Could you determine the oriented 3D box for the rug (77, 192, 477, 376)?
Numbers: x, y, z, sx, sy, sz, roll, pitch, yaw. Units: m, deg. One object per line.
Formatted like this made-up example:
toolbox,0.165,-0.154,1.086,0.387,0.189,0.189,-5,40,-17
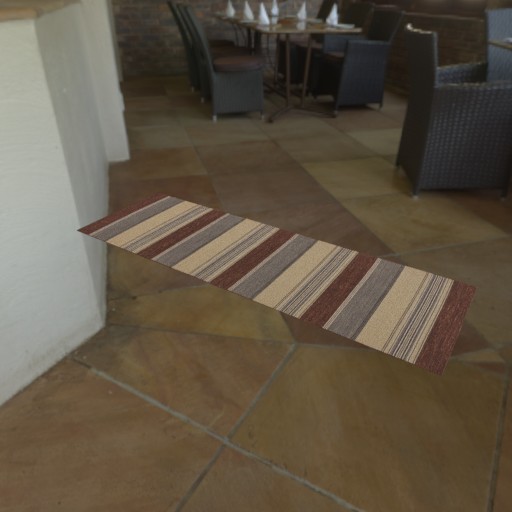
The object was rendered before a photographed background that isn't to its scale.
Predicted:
rug,0.000,0.000,2.766,2.437,0.006,0.792,19,36,28
